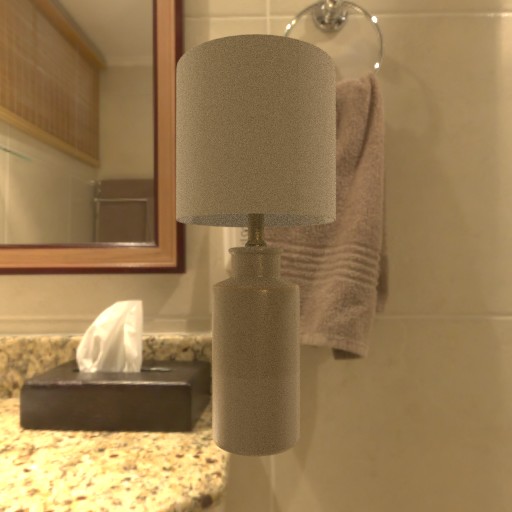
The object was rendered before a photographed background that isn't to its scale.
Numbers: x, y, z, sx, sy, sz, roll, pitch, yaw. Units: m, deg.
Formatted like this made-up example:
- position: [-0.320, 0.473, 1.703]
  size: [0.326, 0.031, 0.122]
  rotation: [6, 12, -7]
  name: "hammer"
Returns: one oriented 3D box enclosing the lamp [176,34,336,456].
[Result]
- position: [0.000, 0.000, 0.597]
  size: [0.212, 0.493, 0.212]
  rotation: [1, -1, -37]
  name: "lamp"
